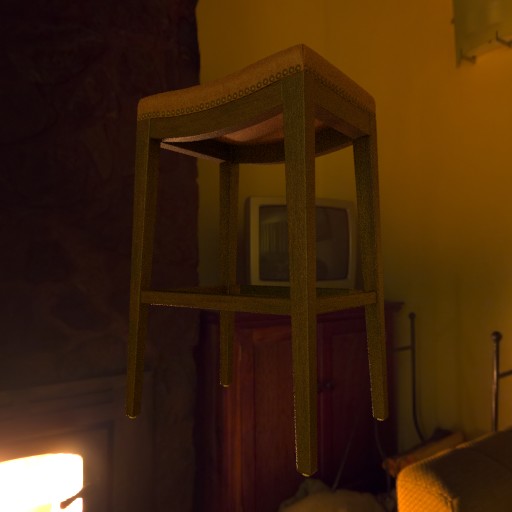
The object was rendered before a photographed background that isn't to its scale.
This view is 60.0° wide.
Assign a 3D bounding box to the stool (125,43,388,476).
[{"bbox_3d":[0.000,0.000,1.044,0.500,0.759,0.361,-1,-1,37],"label":"stool"}]
